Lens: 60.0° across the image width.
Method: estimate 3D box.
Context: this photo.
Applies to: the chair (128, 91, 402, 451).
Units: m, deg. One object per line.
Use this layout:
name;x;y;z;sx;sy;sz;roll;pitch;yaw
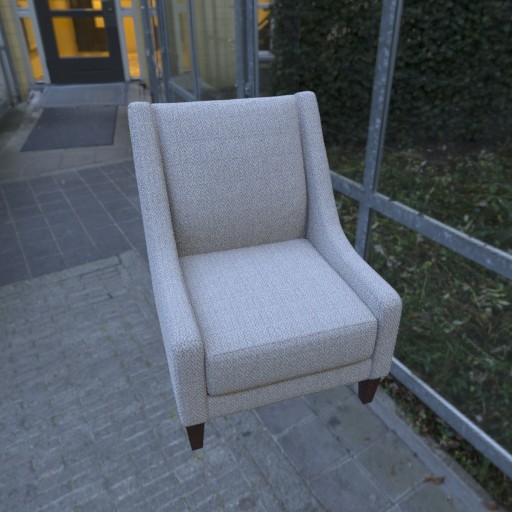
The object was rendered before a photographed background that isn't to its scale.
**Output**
chair;0.000;0.000;1.670;0.774;1.014;0.870;-9;32;-15
